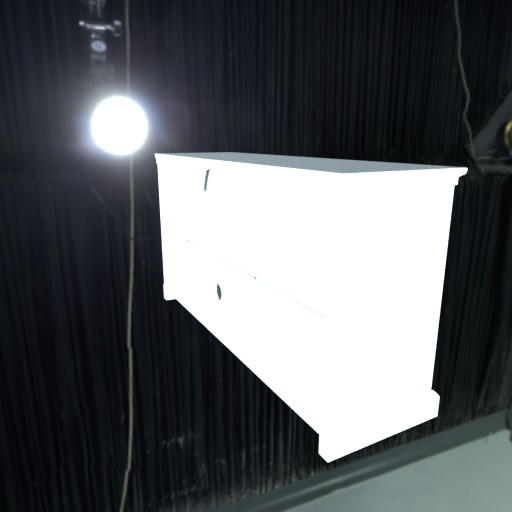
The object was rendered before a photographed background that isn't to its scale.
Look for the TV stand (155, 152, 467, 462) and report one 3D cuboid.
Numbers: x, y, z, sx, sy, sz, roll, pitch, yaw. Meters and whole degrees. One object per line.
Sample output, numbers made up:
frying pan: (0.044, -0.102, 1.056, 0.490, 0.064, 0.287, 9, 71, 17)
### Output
TV stand: (0.000, 0.000, 1.452, 0.424, 0.624, 1.187, -8, 17, -28)
